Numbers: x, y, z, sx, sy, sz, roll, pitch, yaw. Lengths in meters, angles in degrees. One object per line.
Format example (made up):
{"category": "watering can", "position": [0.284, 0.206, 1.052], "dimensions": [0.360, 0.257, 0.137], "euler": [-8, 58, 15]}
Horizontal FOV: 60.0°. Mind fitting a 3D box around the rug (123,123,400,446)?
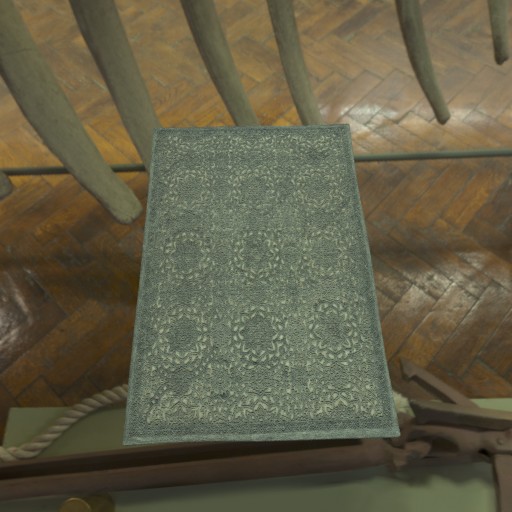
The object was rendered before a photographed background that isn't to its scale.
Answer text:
{"category": "rug", "position": [0.000, 0.000, 2.358], "dimensions": [1.224, 0.016, 1.830], "euler": [-2, 63, -1]}
